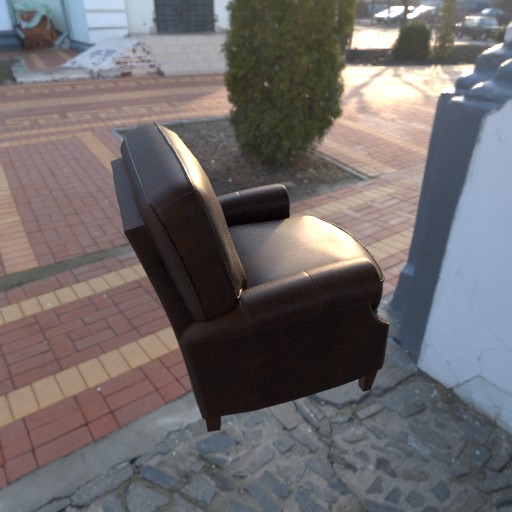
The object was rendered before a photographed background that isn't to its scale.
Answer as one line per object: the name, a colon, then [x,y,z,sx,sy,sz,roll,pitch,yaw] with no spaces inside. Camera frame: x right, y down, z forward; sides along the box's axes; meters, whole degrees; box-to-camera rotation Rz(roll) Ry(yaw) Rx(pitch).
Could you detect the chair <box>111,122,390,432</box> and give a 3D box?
chair: [0.000,0.000,1.776,0.986,1.018,0.936,-9,30,-17]
